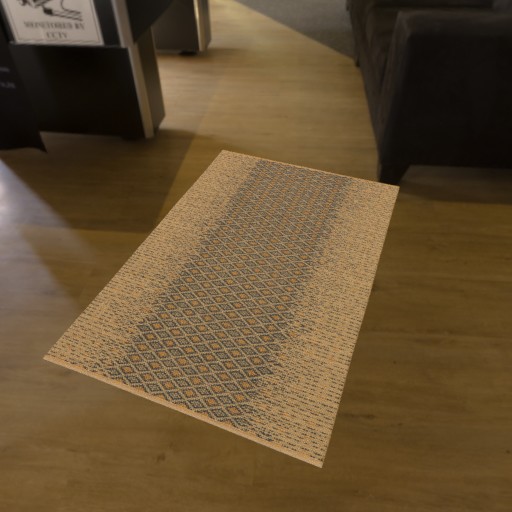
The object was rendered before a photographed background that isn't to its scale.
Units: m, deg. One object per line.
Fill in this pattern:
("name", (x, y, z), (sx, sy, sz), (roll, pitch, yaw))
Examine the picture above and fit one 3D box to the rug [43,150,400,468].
("rug", (0.000, 0.000, 2.330), (1.219, 0.005, 1.828), (15, 46, 15))
